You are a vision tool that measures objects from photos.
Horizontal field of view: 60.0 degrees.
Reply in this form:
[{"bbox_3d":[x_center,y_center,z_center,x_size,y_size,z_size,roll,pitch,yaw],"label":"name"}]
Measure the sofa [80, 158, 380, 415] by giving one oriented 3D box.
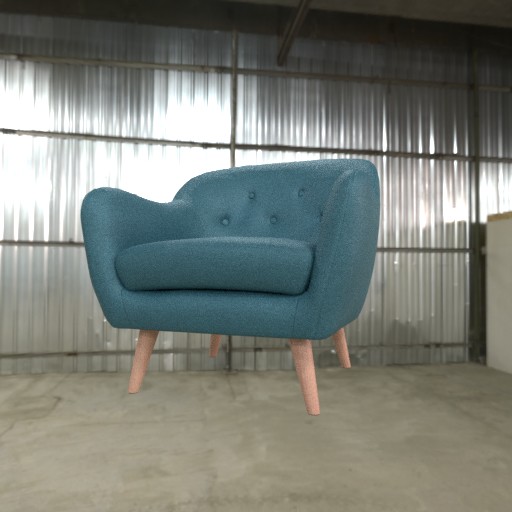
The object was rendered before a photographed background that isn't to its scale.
[{"bbox_3d":[0.000,0.000,1.525,0.836,0.817,0.825,0,-1,20],"label":"sofa"}]
